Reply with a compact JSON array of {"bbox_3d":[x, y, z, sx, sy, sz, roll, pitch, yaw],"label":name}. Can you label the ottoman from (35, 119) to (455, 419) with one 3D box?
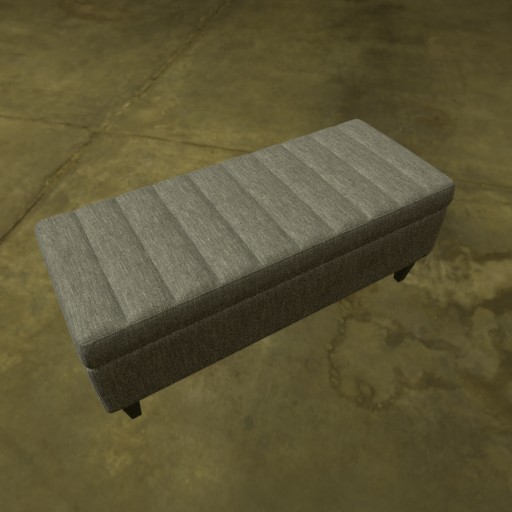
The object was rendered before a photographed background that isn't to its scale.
[{"bbox_3d":[0.000,0.000,1.412,1.151,0.469,0.482,-23,49,-21],"label":"ottoman"}]
